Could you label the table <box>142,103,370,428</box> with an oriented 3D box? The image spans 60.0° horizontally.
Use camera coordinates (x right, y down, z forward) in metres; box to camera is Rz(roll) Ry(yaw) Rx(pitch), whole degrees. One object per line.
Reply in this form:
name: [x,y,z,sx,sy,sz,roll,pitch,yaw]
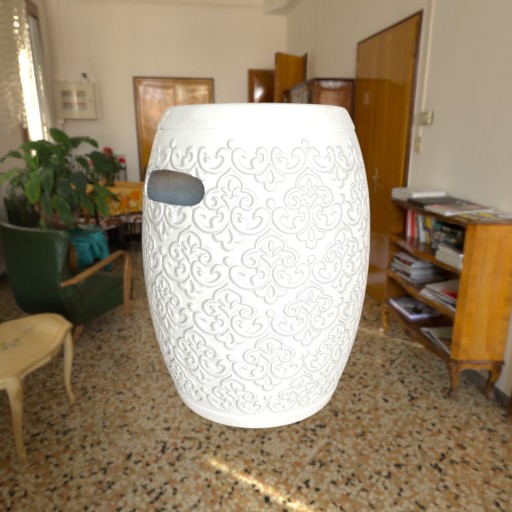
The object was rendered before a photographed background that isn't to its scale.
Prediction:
table: [0.000,0.000,0.625,0.309,0.397,0.309,0,16,0]
